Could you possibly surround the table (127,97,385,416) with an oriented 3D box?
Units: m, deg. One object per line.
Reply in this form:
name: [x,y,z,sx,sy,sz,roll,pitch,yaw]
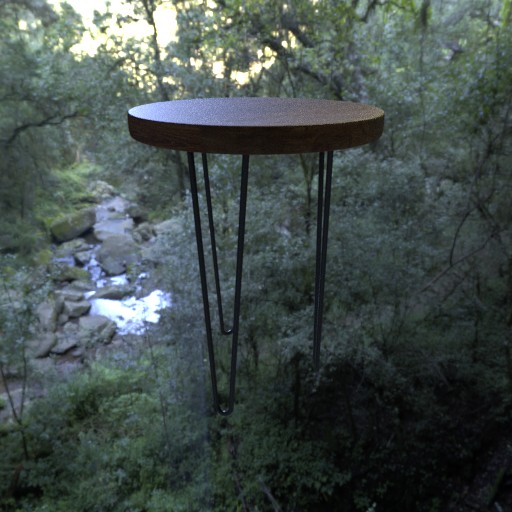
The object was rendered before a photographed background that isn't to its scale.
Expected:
table: [0.000,0.000,0.816,0.400,0.520,0.400,0,24,0]
